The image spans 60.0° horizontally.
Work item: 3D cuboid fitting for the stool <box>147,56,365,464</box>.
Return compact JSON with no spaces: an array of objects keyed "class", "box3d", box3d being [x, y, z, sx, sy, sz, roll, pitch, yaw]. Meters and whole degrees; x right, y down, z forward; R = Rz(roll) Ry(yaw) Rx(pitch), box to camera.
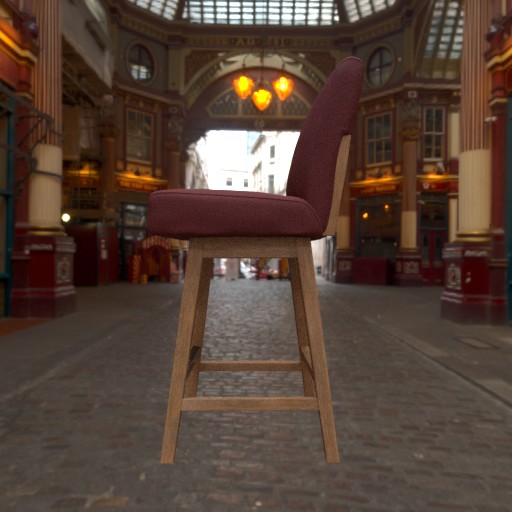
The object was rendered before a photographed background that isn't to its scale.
[{"class":"stool","box3d":[0.000,0.000,1.327,0.562,1.038,0.468,0,0,-1]}]
